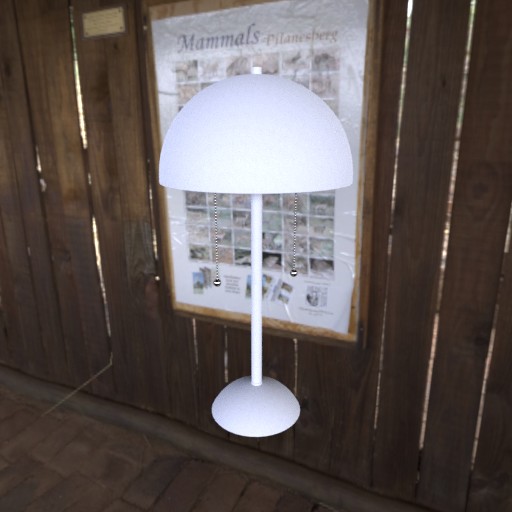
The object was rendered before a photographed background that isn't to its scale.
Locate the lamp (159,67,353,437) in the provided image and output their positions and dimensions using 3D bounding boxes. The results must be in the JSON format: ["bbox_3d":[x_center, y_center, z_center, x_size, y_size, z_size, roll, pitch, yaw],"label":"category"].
[{"bbox_3d":[0.000,0.000,0.419,0.171,0.330,0.171,0,16,0],"label":"lamp"}]
